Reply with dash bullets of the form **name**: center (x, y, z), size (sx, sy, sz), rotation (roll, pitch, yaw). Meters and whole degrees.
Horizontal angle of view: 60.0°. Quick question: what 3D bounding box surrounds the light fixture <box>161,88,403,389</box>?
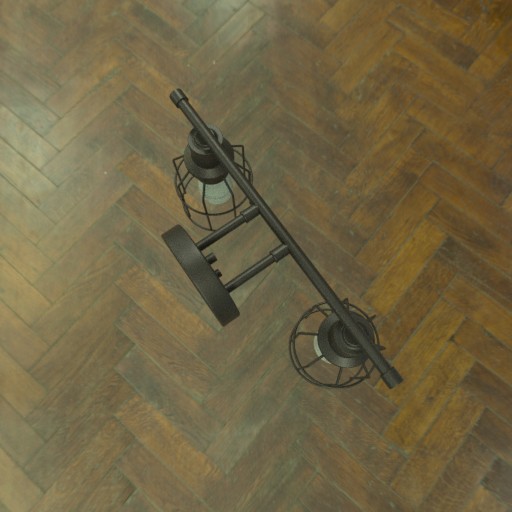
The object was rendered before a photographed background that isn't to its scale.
- **light fixture**: center (0.000, 0.000, 0.544), size (0.165, 0.254, 0.406), rotation (-34, 77, -9)
